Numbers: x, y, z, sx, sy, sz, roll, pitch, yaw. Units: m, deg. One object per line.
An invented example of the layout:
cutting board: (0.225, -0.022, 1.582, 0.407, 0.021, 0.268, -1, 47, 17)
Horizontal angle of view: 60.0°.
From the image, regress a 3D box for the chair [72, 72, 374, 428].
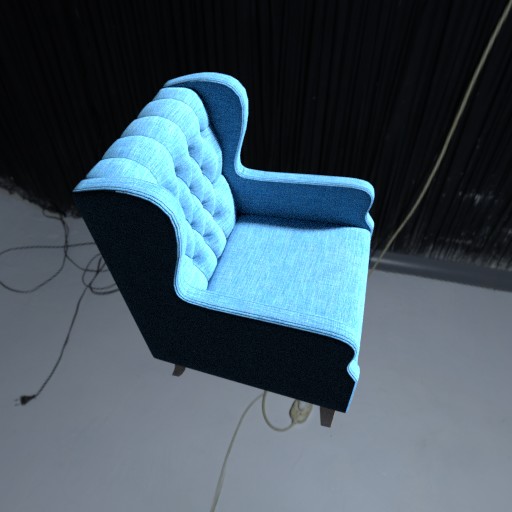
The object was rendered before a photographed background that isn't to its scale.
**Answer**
chair: (0.000, 0.000, 1.512, 0.775, 0.952, 0.711, 10, 47, 10)
